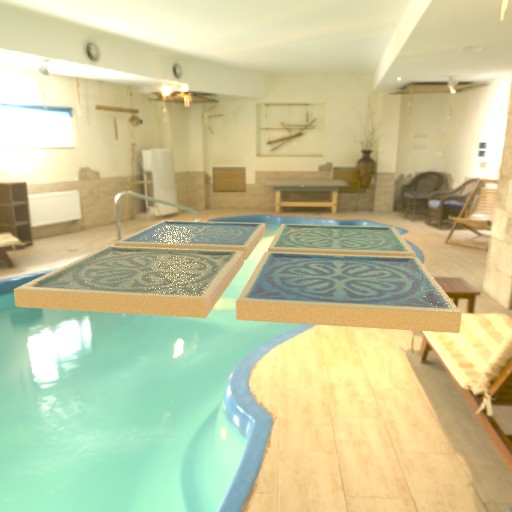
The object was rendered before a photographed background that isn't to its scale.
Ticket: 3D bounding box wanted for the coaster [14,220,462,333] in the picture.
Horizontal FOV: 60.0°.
[{"bbox_3d":[0.000,0.000,0.315,0.219,0.010,0.214,2,14,9],"label":"coaster"}]
